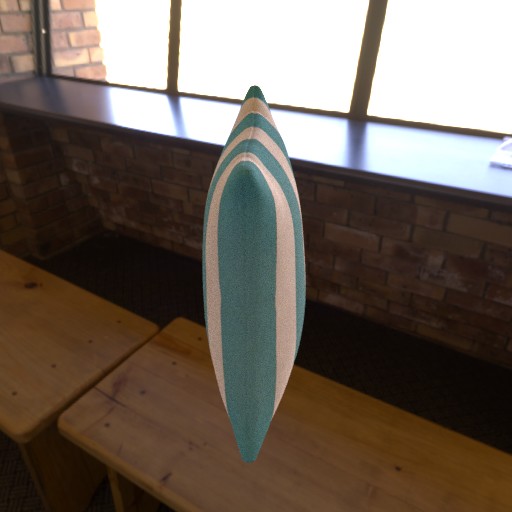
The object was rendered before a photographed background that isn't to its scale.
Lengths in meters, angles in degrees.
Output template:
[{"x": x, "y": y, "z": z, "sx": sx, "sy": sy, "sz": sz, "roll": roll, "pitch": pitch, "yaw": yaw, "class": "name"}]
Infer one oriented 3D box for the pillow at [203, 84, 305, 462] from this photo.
[{"x": 0.000, "y": 0.000, "z": 0.830, "sx": 0.189, "sy": 0.526, "sz": 0.536, "roll": 0, "pitch": 31, "yaw": 0, "class": "pillow"}]
